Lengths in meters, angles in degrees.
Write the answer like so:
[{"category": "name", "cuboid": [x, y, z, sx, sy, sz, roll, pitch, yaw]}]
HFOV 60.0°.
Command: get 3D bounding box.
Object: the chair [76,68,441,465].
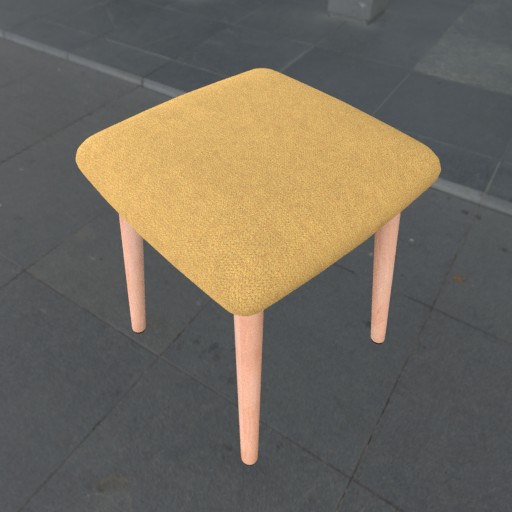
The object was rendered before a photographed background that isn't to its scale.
[{"category": "chair", "cuboid": [0.000, 0.000, 0.681, 0.350, 0.440, 0.350, -34, 56, -27]}]
